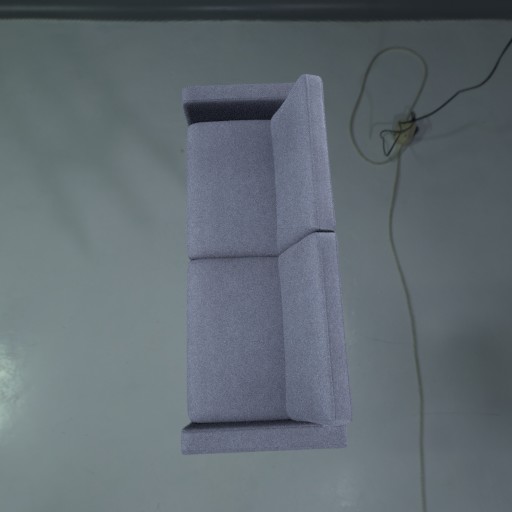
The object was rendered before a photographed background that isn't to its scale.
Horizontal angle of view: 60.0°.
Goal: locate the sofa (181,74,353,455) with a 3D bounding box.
[{"bbox_3d":[0.000,0.000,2.403,0.774,0.828,1.925,-2,75,-1],"label":"sofa"}]
